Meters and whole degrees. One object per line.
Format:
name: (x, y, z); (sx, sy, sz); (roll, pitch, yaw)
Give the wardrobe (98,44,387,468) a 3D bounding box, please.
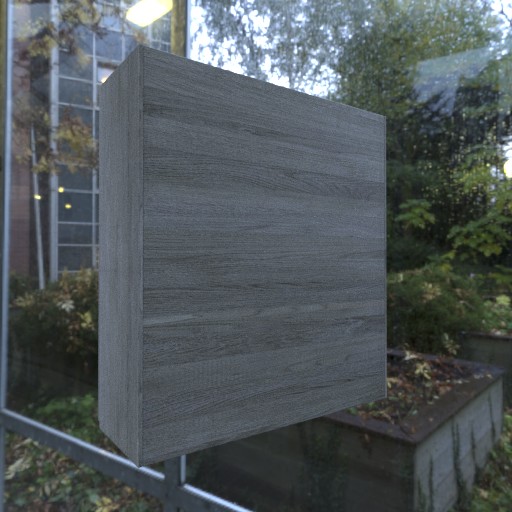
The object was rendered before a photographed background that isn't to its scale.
wardrobe: (0.000, 0.000, 2.815); (1.780, 1.960, 0.629); (0, -1, -36)
